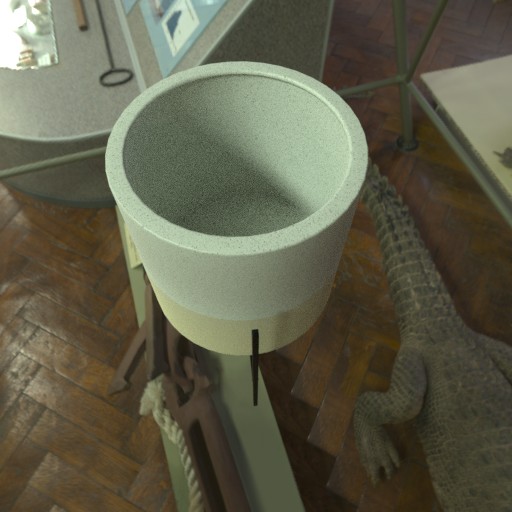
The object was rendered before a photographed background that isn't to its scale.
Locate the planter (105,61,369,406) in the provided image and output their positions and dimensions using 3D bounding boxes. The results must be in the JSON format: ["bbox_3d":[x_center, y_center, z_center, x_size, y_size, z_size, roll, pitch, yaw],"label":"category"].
[{"bbox_3d":[0.000,0.000,0.547,0.263,0.362,0.267,-15,60,-9],"label":"planter"}]
